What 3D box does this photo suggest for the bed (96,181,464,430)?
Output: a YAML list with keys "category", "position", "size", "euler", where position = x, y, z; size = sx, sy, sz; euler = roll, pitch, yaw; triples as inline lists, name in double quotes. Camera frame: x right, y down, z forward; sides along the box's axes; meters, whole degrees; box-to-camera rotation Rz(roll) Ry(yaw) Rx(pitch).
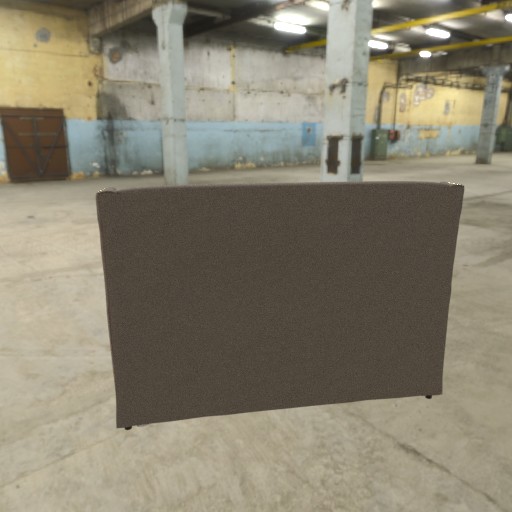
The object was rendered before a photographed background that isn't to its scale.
- category: "bed"
  position: [0.000, 0.000, 3.451]
  size: [1.925, 1.332, 2.276]
  euler: [-2, 15, -9]
